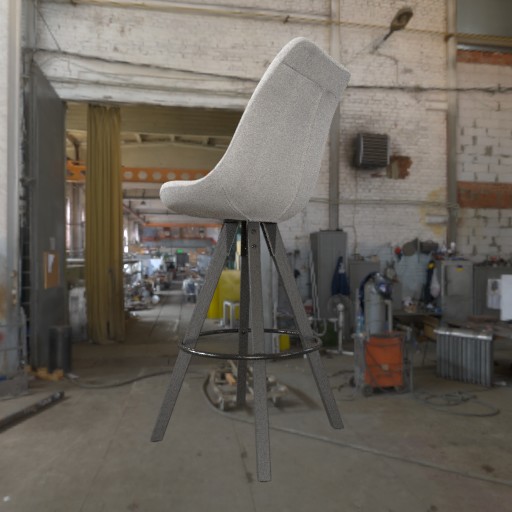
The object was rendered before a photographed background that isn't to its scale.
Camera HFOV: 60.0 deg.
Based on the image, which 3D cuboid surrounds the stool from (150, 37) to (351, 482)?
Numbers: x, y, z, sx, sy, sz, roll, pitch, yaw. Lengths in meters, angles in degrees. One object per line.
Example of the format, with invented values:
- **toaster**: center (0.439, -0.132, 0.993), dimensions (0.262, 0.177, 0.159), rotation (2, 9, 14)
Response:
- **stool**: center (0.000, 0.000, 1.376), dimensions (0.550, 1.115, 0.485), rotation (0, 0, 36)
